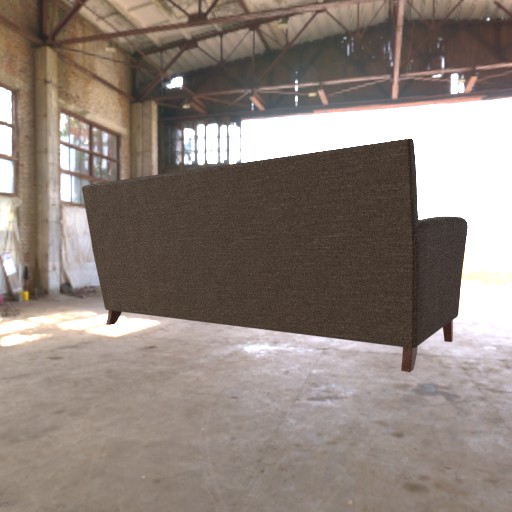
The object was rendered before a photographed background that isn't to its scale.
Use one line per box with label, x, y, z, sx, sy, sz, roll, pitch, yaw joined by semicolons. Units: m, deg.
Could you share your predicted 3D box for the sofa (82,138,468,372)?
sofa;0.000;0.000;2.415;1.976;0.846;0.875;0;1;36
